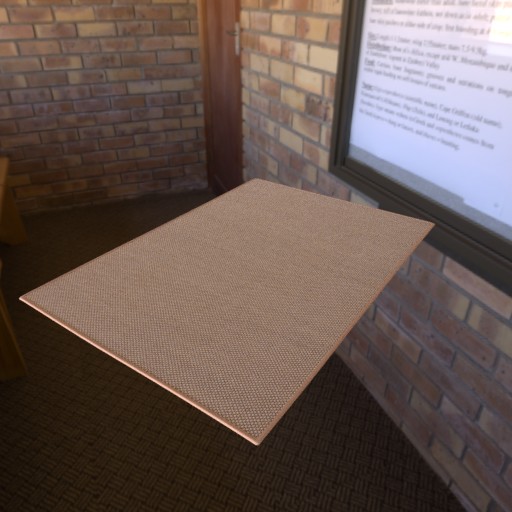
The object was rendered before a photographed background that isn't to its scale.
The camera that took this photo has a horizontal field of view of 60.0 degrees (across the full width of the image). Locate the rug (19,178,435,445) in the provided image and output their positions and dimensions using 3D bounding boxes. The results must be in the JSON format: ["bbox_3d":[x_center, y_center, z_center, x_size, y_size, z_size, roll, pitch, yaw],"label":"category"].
[{"bbox_3d":[0.000,0.000,2.676,1.524,0.013,2.134,20,36,30],"label":"rug"}]
